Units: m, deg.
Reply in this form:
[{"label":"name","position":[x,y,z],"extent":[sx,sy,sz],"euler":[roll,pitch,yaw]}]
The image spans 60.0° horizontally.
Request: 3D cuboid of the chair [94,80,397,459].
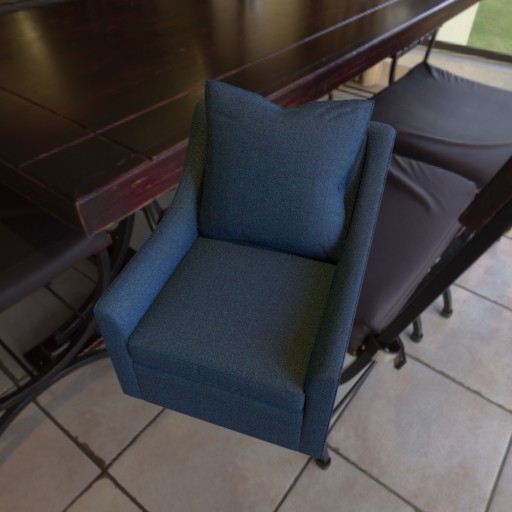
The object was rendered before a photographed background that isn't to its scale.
[{"label":"chair","position":[0.000,0.000,1.563],"extent":[0.750,0.939,0.870],"euler":[13,44,14]}]
